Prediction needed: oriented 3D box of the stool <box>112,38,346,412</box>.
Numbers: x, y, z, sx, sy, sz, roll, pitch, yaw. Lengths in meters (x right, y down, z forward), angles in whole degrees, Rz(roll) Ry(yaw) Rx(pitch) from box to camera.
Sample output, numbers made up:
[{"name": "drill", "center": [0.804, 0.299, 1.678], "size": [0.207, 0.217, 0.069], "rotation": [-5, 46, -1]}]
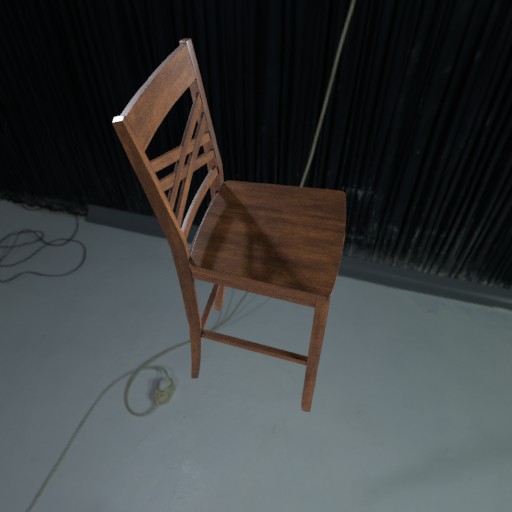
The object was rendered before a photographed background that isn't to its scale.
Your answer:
[{"name": "stool", "center": [0.000, 0.000, 1.365], "size": [0.504, 1.098, 0.426], "rotation": [9, 48, 9]}]
